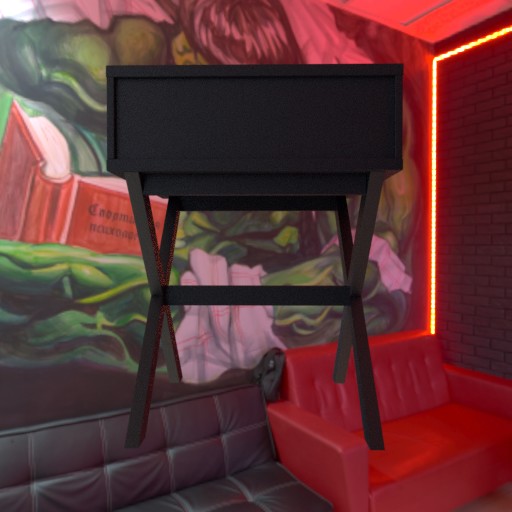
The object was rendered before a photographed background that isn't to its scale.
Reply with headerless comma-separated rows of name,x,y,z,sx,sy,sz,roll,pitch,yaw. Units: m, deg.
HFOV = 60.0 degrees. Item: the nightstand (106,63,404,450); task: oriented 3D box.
nightstand,0.000,0.000,0.917,0.479,0.623,0.402,0,1,1
